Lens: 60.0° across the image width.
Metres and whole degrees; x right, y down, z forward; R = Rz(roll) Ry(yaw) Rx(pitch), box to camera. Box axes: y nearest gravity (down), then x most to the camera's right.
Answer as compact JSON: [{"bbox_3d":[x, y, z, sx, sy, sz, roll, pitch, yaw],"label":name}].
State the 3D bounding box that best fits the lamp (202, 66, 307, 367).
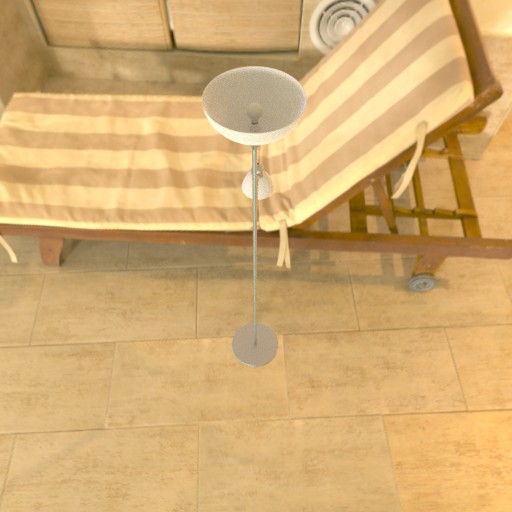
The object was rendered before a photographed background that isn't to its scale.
[{"bbox_3d":[0.000,0.000,1.958,0.279,1.804,0.425,3,58,2],"label":"lamp"}]
